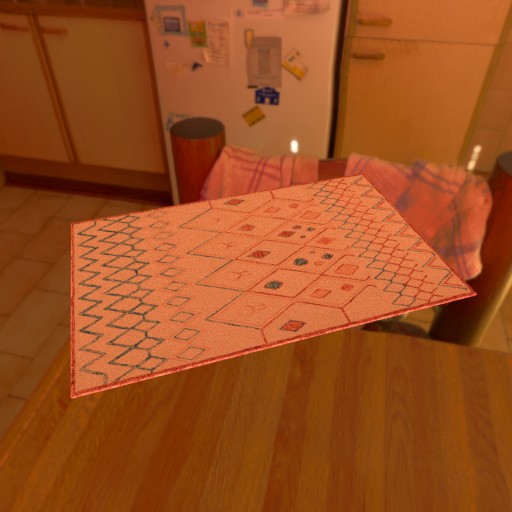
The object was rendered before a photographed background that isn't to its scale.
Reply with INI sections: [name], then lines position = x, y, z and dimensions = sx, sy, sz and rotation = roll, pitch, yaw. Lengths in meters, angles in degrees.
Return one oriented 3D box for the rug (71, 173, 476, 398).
[rug]
position = 0.000, 0.000, 3.062
dimensions = 2.438, 0.015, 1.524
rotation = -12, 43, -13
